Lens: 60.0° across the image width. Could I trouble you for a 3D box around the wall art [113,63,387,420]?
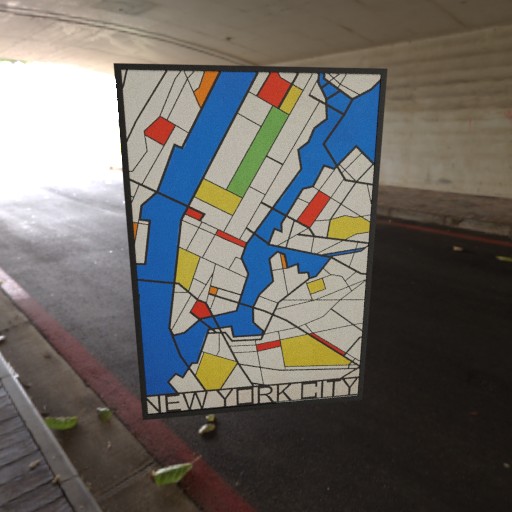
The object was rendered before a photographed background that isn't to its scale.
[{"bbox_3d":[0.000,0.000,0.829,0.457,0.657,0.013,-2,16,-8],"label":"wall art"}]
